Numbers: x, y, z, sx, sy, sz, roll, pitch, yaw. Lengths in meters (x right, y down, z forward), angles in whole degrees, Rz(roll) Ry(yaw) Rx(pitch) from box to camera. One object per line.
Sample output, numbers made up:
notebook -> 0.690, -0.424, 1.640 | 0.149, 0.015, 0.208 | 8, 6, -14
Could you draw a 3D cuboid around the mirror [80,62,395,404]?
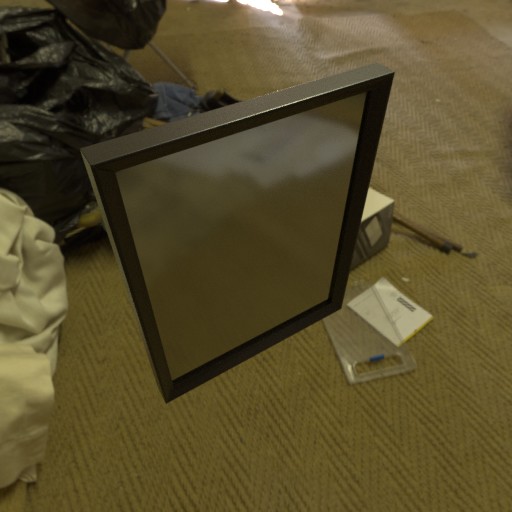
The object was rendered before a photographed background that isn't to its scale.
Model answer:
mirror -> 0.000, 0.000, 0.701 | 0.406, 0.509, 0.041 | -24, 50, -22
